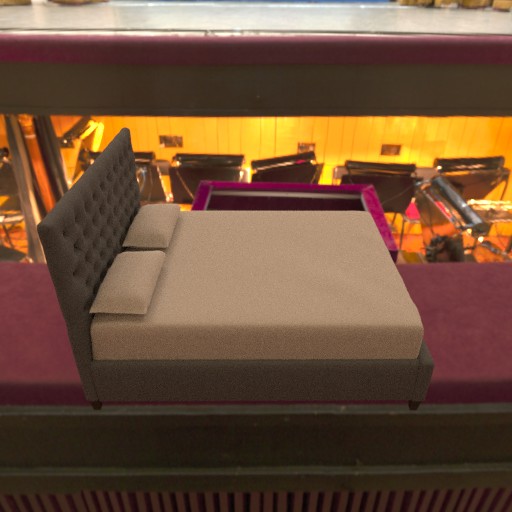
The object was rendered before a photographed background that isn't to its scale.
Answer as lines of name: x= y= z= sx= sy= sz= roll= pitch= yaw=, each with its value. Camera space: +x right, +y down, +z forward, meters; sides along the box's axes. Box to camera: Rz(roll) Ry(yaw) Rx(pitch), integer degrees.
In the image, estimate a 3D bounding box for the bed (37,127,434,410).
bed: x=0.000 y=0.000 z=3.286 sx=2.231 sy=1.427 sz=1.698 roll=0 pitch=33 yaw=0
